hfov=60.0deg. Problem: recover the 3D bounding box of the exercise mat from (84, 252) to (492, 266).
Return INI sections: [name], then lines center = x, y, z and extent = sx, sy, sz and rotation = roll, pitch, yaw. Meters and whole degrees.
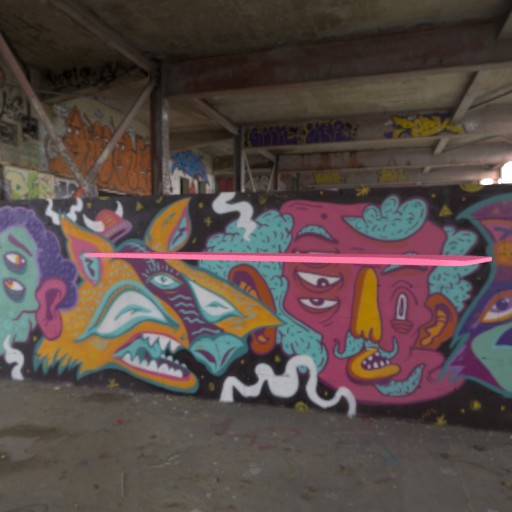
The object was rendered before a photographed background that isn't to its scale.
[exercise mat]
center = 0.000, 0.000, 2.050
extent = 1.884, 0.021, 0.616
rotation = 1, 2, 36
